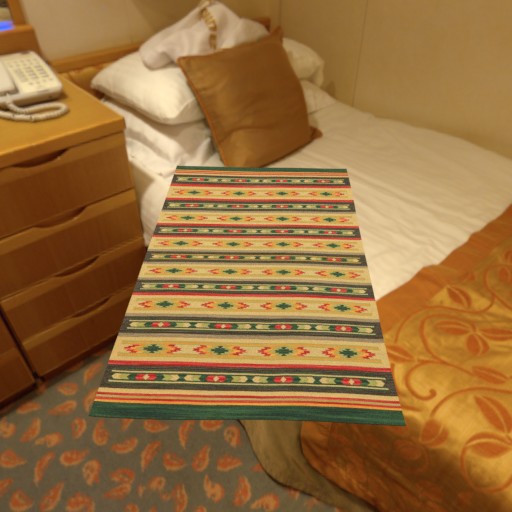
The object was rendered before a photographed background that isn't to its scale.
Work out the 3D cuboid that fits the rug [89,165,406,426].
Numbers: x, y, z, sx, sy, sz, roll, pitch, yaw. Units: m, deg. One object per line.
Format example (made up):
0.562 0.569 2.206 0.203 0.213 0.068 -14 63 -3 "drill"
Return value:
0.000 0.000 3.039 1.520 0.011 2.447 1 40 2 "rug"
